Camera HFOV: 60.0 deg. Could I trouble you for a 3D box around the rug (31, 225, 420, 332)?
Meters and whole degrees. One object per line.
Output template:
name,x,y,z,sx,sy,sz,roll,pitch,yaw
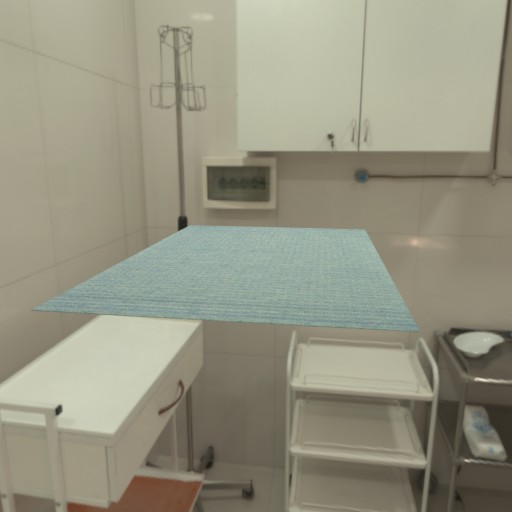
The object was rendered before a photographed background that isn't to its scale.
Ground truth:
rug,0.000,0.000,3.605,1.982,0.006,2.895,2,13,8
